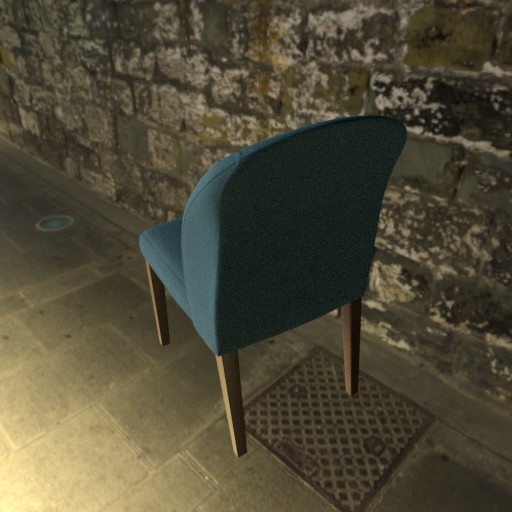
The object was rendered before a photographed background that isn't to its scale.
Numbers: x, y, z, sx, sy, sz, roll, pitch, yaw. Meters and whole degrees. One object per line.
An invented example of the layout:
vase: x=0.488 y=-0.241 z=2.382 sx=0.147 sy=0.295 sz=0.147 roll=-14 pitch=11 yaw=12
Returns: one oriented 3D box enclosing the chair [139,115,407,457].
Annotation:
chair: x=0.000 y=0.000 z=1.242 sx=0.507 sy=0.879 sz=0.620 roll=-18 pitch=35 yaw=-27
